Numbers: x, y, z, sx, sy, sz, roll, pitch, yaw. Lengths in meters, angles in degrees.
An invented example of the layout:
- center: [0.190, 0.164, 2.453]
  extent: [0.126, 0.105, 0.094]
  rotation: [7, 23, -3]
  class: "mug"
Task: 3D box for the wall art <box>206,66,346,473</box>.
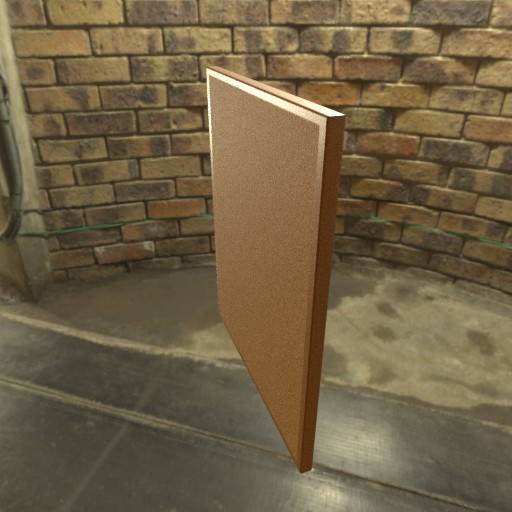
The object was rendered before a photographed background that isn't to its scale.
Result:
- center: [0.000, 0.000, 0.517]
  extent: [0.015, 0.379, 0.310]
  rotation: [-11, 31, -18]
  class: "wall art"
